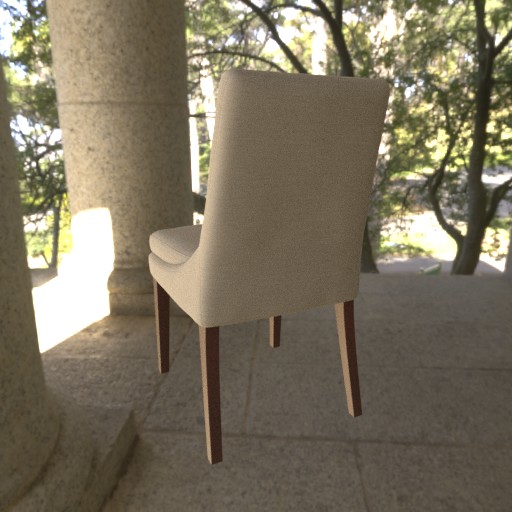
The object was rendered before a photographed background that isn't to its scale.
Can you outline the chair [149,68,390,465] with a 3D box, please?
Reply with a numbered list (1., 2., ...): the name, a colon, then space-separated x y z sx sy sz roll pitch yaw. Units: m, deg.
1. chair: 0.000 0.000 1.309 0.515 0.940 0.638 -7 17 -25
